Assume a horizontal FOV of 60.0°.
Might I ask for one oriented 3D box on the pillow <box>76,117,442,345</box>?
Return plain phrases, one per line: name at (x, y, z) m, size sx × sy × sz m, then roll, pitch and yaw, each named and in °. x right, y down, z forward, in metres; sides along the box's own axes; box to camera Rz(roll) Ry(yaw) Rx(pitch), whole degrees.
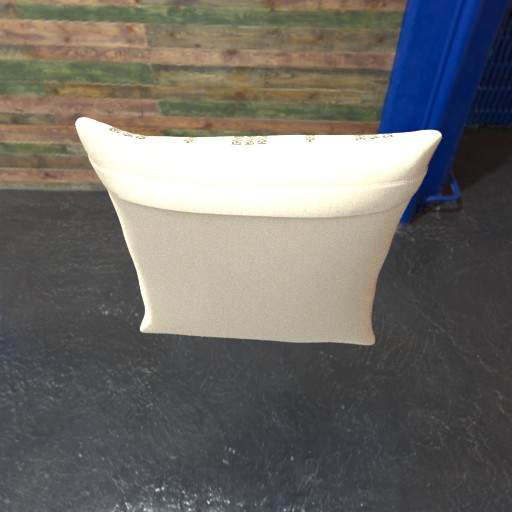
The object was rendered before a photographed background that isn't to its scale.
pillow at (0.000, 0.000, 0.625) m, size 0.405 × 0.406 × 0.173 m, roll 3°, pitch 46°, yaw 3°
